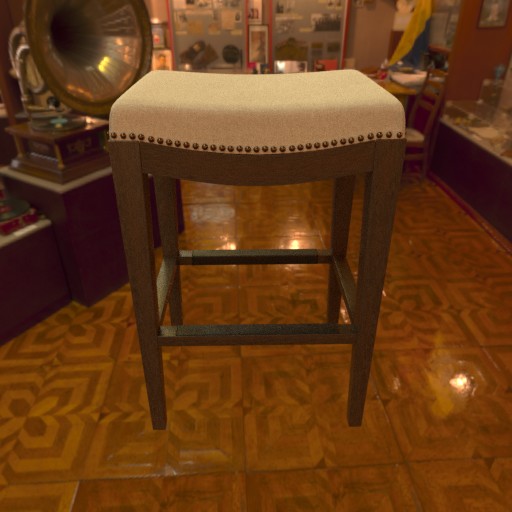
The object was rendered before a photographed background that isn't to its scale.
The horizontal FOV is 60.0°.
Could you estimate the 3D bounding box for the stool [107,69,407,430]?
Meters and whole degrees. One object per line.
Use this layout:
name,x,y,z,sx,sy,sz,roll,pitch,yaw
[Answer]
stool,0.000,0.000,1.020,0.498,0.759,0.358,-1,31,-1
